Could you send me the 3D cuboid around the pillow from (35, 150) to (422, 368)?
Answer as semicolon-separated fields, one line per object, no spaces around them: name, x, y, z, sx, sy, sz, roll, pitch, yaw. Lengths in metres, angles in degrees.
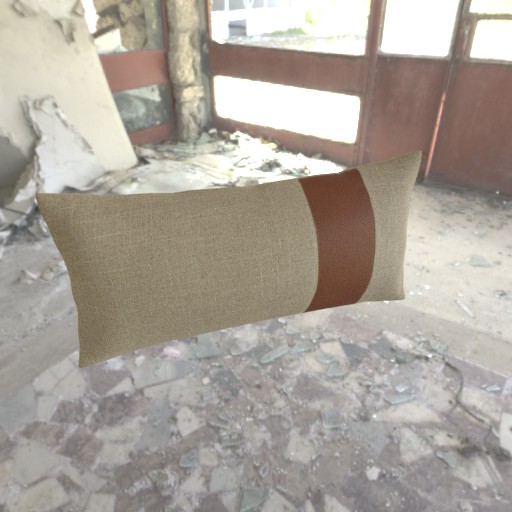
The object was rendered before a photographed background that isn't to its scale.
pillow;0.000;0.000;0.733;0.612;0.282;0.155;-9;32;-15
